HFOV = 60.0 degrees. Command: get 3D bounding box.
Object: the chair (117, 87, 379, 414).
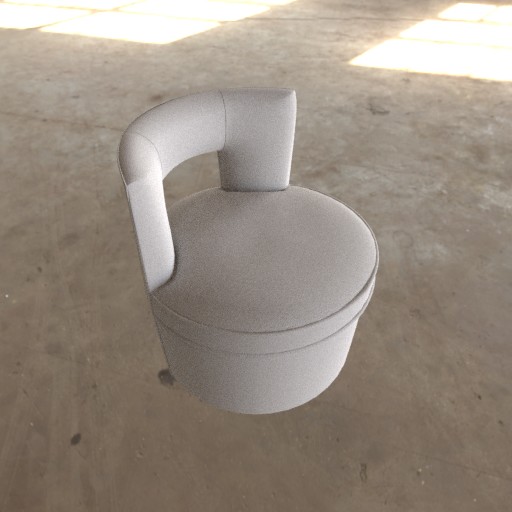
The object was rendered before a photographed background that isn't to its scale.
[{"bbox_3d":[0.000,0.000,1.244,0.665,0.723,0.650,26,48,26],"label":"chair"}]
